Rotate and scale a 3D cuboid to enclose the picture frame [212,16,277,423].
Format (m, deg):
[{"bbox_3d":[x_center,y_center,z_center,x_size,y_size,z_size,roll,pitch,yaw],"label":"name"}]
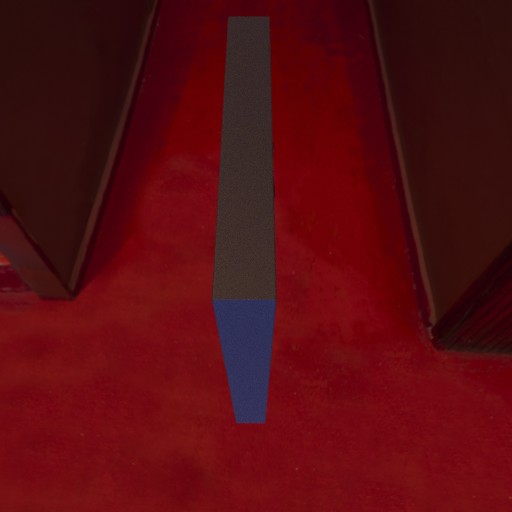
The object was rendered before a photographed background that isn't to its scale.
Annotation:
[{"bbox_3d":[0.000,0.000,0.272,0.028,0.208,0.157,0,59,0],"label":"picture frame"}]
